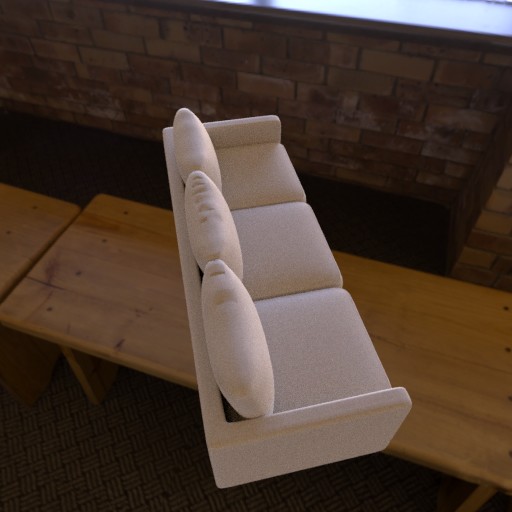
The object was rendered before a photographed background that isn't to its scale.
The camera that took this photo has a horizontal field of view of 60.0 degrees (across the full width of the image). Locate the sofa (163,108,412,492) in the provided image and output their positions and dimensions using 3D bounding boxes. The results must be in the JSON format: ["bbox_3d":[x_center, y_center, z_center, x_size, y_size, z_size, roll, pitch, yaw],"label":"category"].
[{"bbox_3d":[0.000,0.000,2.590,0.859,0.874,2.218,-9,49,-8],"label":"sofa"}]
